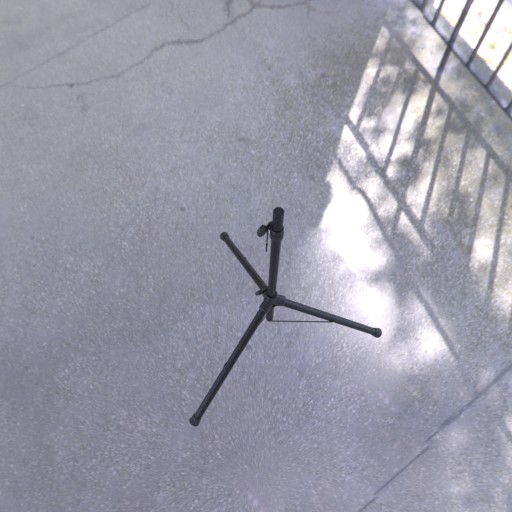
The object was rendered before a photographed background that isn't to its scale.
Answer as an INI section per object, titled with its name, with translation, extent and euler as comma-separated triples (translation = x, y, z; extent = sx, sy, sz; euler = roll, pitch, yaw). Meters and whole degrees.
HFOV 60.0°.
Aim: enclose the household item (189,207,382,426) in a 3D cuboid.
[household item]
translation = 0.000, 0.000, 1.847
extent = 1.045, 1.136, 0.907
euler = -21, 66, -10
